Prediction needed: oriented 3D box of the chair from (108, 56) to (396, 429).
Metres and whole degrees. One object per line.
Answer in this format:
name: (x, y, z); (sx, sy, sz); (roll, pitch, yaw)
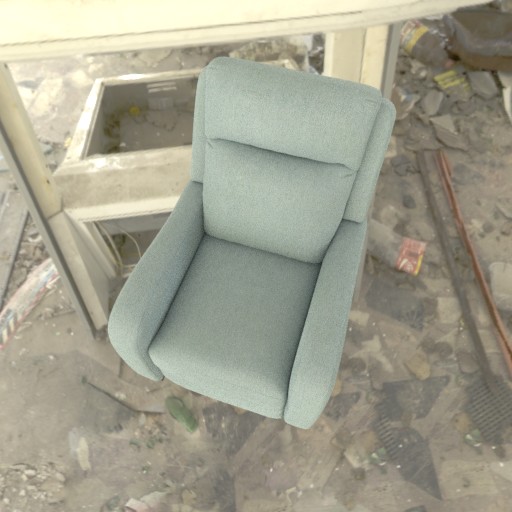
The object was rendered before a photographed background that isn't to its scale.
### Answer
chair: (0.000, 0.000, 1.701); (0.785, 1.067, 0.988); (15, 60, 9)
